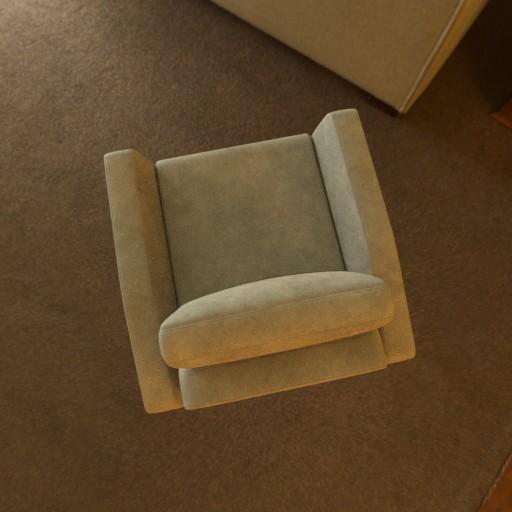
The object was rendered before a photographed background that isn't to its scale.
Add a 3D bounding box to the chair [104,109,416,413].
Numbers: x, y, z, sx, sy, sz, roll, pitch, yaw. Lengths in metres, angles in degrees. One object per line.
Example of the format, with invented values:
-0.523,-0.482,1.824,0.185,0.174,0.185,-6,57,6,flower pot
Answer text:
0.000,0.000,1.549,0.900,0.800,0.900,-11,76,-3,chair
